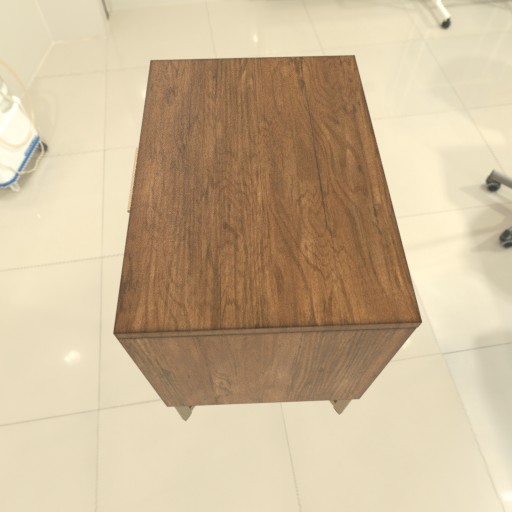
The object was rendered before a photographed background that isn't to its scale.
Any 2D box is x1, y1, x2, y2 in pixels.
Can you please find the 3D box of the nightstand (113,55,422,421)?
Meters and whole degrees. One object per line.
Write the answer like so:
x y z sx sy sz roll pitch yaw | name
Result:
0.000 0.000 1.036 0.446 0.610 0.610 -2 59 -1 | nightstand
